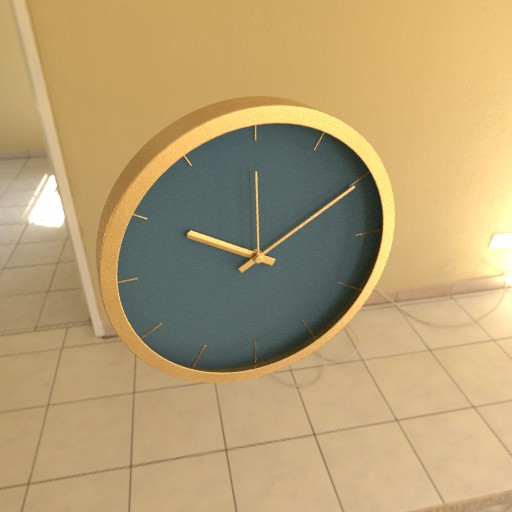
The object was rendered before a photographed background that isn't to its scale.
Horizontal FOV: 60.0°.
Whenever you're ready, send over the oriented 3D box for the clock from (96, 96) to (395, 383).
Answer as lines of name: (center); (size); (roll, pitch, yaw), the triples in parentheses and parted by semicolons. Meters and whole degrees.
clock: (0.000, 0.000, 0.464); (0.314, 0.314, 0.040); (-11, 33, -18)
